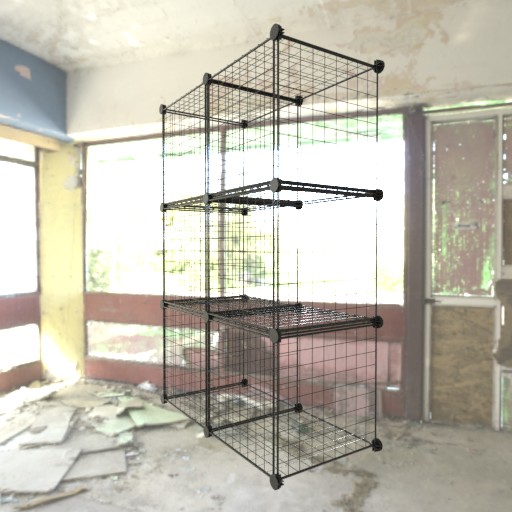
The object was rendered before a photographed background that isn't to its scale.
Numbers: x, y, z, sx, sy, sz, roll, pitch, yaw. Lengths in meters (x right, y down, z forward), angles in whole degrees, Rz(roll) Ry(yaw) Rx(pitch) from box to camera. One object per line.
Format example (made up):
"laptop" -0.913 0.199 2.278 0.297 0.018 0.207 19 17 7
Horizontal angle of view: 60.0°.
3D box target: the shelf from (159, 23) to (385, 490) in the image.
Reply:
"shelf" 0.000 0.000 1.396 0.356 1.067 0.711 -1 1 -34
